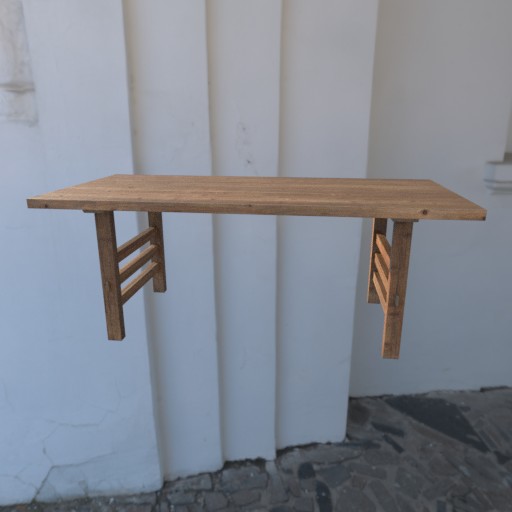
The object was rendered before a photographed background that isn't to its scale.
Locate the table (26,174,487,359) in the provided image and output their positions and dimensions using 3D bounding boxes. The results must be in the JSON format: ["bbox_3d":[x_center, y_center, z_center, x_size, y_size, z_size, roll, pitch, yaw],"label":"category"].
[{"bbox_3d":[0.000,0.000,2.470,2.003,0.760,0.952,2,17,7],"label":"table"}]
